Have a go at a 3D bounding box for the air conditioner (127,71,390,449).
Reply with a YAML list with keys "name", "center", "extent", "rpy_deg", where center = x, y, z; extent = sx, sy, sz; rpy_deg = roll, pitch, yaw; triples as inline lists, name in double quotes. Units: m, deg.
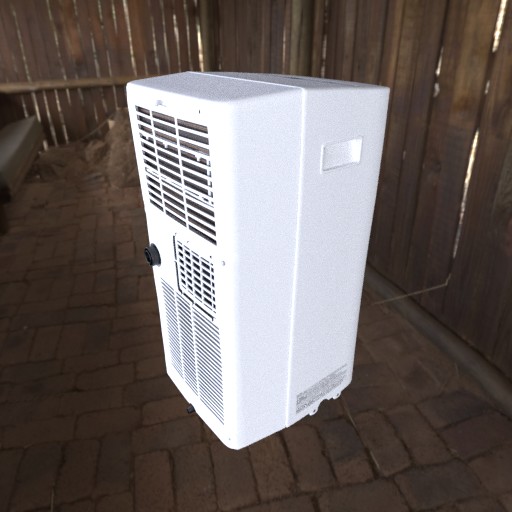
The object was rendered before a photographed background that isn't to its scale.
- name: "air conditioner"
  center: [0.000, 0.000, 0.805]
  extent: [0.349, 0.606, 0.304]
  rpy_deg: [-19, 32, -32]
